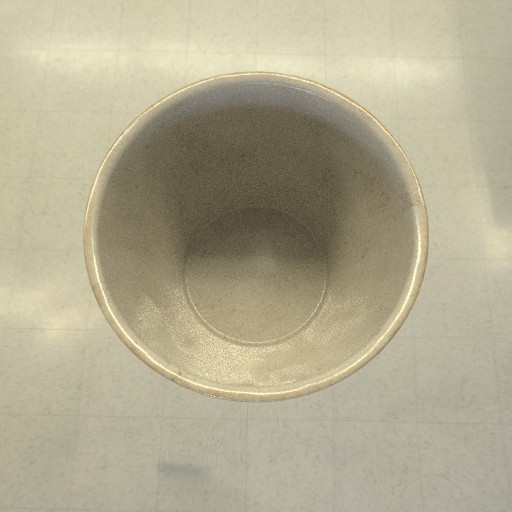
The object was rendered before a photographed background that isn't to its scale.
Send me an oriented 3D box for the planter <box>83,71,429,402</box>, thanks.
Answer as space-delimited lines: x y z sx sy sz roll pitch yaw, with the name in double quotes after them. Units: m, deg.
0.000 0.000 0.327 0.192 0.165 0.192 0 76 0 "planter"
